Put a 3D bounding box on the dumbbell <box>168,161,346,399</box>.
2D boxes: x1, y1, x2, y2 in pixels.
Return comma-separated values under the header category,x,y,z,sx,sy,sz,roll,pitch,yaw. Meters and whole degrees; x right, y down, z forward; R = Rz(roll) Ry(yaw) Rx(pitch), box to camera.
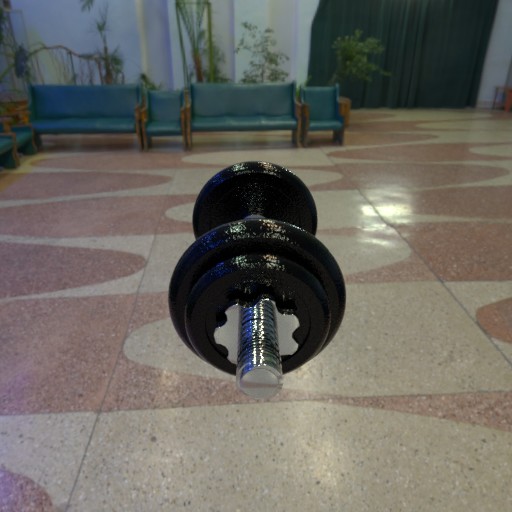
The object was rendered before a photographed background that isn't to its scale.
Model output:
category,x,y,z,sx,sy,sz,roll,pitch,yaw
dumbbell,0.000,0.000,0.610,0.202,0.202,0.497,0,27,-1
